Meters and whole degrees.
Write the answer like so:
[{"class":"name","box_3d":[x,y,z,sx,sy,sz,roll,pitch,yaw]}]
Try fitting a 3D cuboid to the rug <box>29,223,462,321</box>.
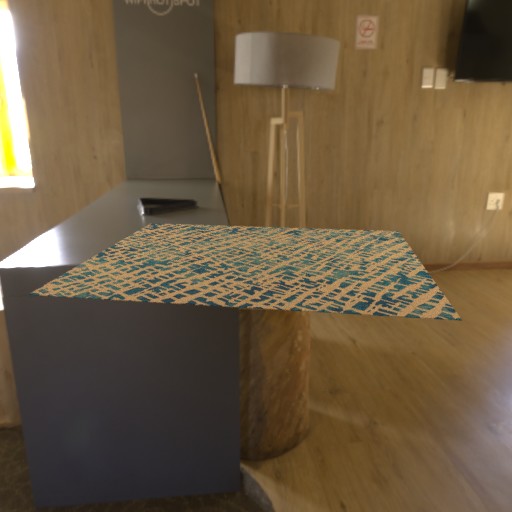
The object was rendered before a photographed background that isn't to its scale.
[{"class":"rug","box_3d":[0.000,0.000,4.182,3.007,0.007,2.435,2,17,8]}]
